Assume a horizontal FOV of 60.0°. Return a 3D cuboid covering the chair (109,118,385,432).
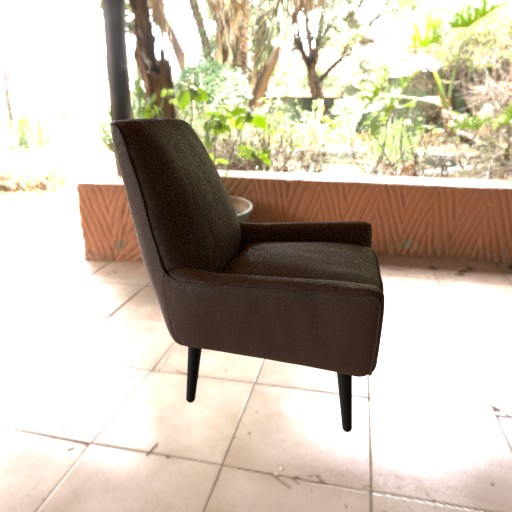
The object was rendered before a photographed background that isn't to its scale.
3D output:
[{"bbox_3d":[0.000,0.000,1.498,0.824,0.888,0.787,4,18,11],"label":"chair"}]
